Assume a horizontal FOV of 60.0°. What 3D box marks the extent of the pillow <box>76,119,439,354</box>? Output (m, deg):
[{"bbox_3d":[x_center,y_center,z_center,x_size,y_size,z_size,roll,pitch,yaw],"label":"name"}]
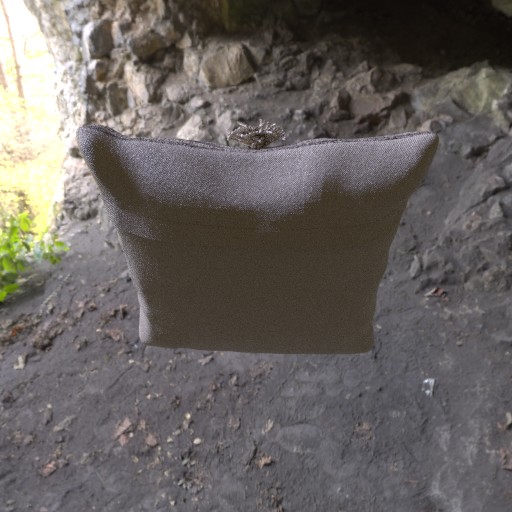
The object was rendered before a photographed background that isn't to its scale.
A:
[{"bbox_3d":[0.000,0.000,0.760,0.484,0.490,0.234,2,45,2],"label":"pillow"}]
